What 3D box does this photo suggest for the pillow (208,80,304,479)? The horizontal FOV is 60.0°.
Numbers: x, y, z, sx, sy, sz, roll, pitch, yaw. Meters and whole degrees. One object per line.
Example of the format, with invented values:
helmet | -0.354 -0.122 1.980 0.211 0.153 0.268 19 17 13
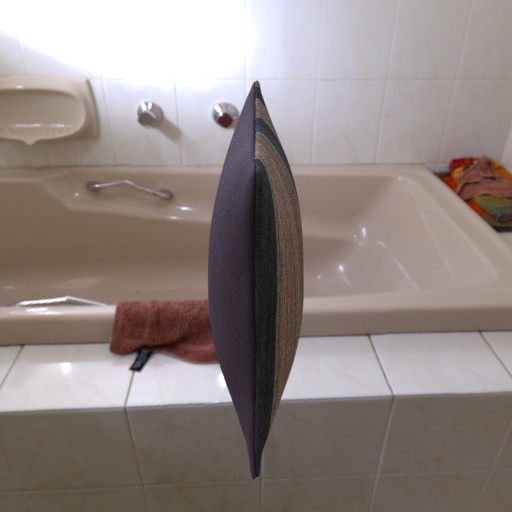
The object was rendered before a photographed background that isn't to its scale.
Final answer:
pillow | 0.000 0.000 0.648 0.136 0.419 0.437 0 31 0
